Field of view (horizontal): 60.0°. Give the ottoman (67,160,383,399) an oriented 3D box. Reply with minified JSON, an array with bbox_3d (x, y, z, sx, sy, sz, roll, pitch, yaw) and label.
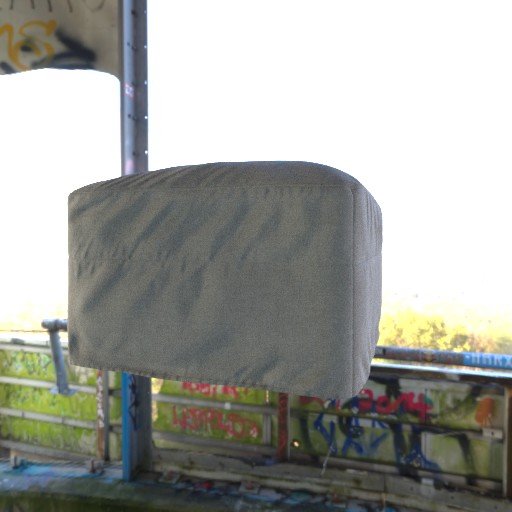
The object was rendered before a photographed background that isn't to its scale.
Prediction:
[{"bbox_3d":[0.000,0.000,1.261,0.683,0.481,0.837,1,2,19],"label":"ottoman"}]
